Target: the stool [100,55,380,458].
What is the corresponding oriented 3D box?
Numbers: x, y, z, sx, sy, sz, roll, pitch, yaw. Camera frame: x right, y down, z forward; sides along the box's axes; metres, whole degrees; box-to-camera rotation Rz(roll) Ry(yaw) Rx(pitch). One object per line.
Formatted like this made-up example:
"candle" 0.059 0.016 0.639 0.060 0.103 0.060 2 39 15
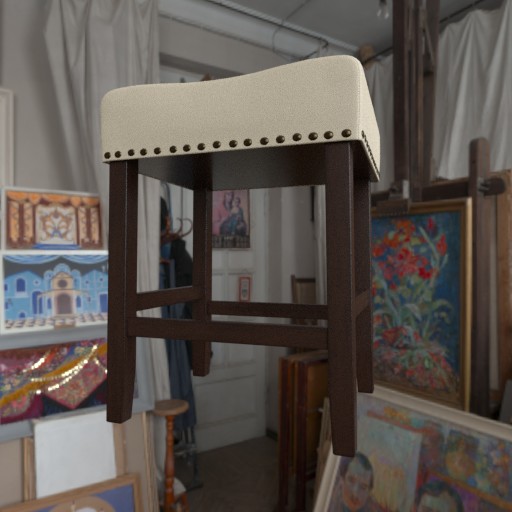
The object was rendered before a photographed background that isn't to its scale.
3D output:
"stool" 0.000 0.000 0.910 0.471 0.609 0.401 0 0 19
